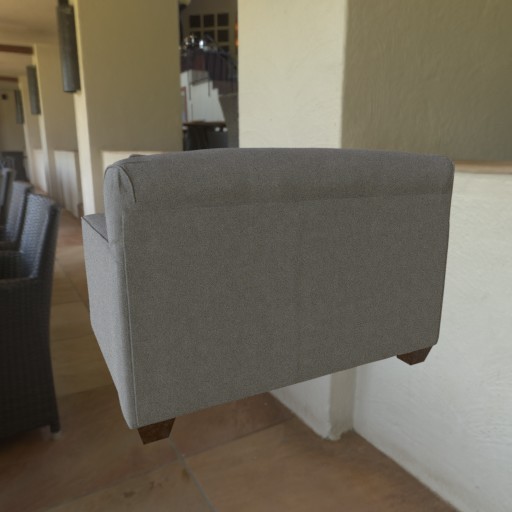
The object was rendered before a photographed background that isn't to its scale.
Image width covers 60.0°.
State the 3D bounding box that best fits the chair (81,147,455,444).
[{"bbox_3d":[0.000,0.000,2.007,1.395,0.953,0.992,-7,15,-26],"label":"chair"}]
